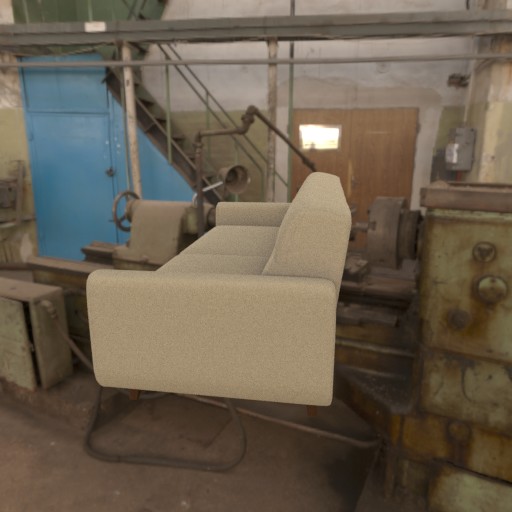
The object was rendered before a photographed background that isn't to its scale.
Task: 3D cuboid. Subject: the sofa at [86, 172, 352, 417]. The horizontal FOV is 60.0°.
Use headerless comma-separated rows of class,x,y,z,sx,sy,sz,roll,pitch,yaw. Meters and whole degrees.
sofa,0.000,0.000,2.623,0.980,0.892,2.137,2,15,9
